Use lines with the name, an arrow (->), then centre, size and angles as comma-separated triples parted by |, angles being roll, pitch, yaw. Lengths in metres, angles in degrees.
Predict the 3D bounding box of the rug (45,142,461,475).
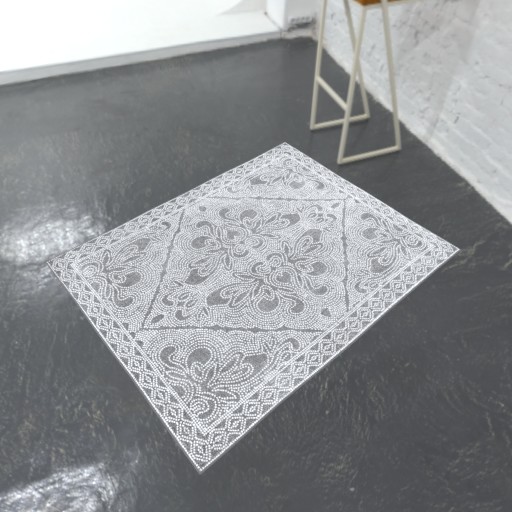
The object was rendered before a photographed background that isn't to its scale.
rug -> 0.000, 0.000, 4.117 | 3.048, 0.012, 2.438 | -32, 55, -26
